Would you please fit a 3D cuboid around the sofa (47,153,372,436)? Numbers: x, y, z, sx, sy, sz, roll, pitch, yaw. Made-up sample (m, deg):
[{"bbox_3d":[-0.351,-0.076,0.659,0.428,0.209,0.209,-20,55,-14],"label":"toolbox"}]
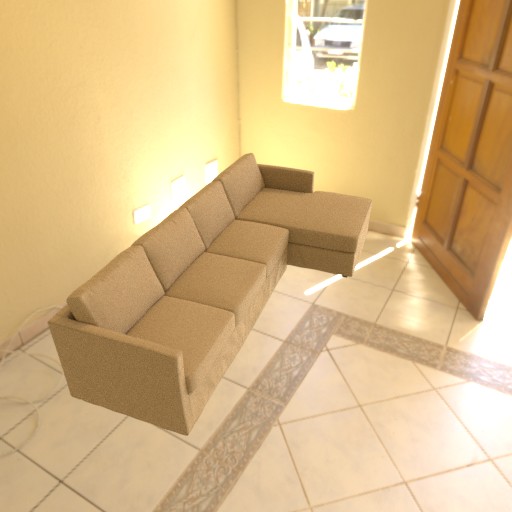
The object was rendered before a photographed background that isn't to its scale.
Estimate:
[{"bbox_3d":[0.000,0.000,3.927,1.622,0.867,3.177,11,33,17],"label":"sofa"}]
